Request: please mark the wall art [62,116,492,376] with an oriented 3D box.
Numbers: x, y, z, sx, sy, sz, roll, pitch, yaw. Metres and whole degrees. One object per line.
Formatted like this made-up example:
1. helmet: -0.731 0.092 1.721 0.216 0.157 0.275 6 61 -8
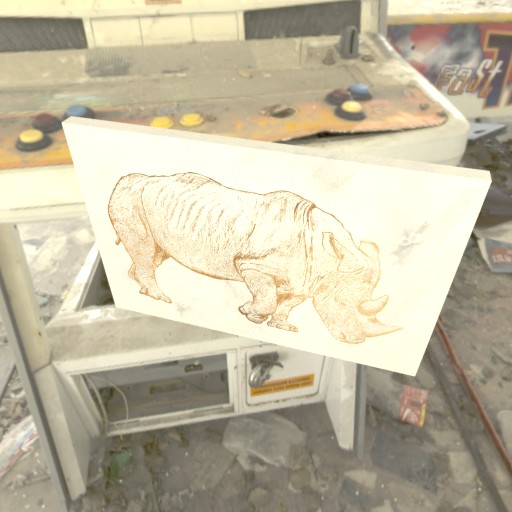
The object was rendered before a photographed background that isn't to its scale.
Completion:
1. wall art: 0.000 0.000 1.124 0.915 0.610 0.038 11 41 12
